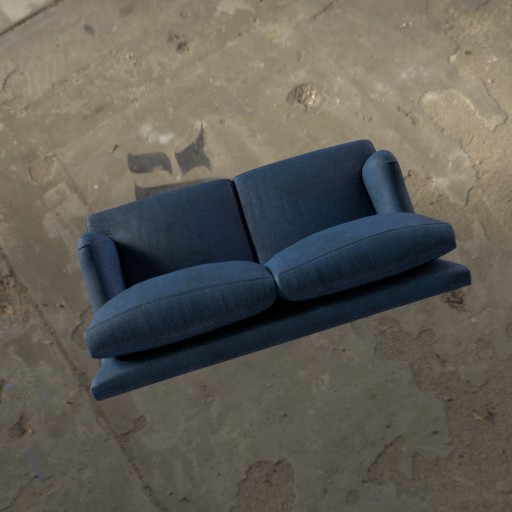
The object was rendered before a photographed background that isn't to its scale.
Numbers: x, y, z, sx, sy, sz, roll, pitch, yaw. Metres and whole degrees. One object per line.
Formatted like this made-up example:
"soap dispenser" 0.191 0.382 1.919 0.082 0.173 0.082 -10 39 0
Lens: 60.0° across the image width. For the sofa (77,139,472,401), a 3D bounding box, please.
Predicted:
"sofa" 0.000 0.000 2.529 1.853 1.101 1.084 -16 75 -5
